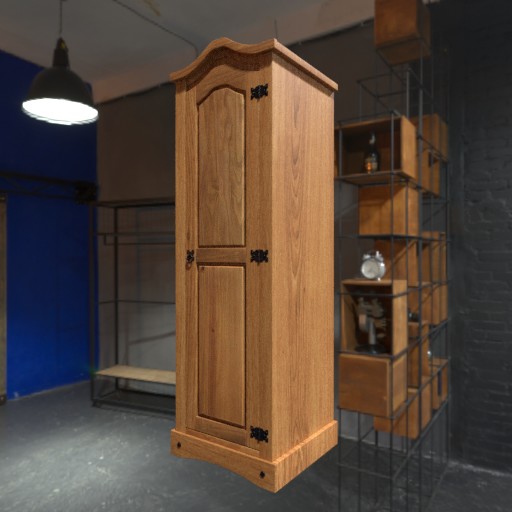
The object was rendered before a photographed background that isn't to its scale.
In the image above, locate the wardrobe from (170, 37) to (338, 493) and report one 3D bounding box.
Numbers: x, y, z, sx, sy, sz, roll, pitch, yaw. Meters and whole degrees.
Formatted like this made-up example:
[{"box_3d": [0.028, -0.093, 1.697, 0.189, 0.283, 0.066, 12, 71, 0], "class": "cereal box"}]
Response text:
[{"box_3d": [0.000, 0.000, 2.145, 0.590, 1.870, 0.570, 0, 0, 36], "class": "wardrobe"}]
